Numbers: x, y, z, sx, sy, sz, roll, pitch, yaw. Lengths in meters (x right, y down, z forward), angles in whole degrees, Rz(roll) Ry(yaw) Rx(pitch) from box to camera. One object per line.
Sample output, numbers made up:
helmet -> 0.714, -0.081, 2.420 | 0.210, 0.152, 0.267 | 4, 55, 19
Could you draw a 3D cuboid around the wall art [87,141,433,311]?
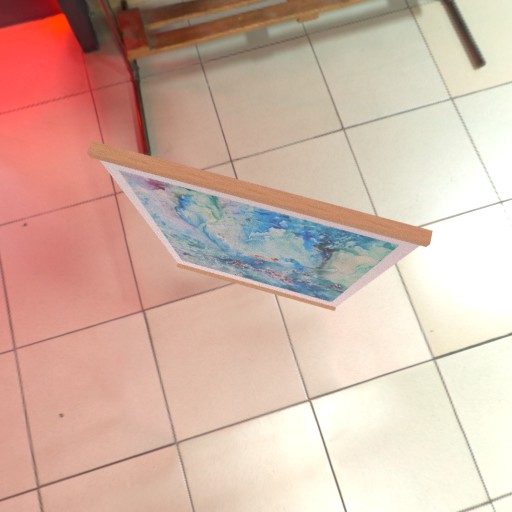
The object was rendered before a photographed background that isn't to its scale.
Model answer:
wall art -> 0.000, 0.000, 1.969 | 0.991, 1.510, 0.040 | 15, 77, 4
